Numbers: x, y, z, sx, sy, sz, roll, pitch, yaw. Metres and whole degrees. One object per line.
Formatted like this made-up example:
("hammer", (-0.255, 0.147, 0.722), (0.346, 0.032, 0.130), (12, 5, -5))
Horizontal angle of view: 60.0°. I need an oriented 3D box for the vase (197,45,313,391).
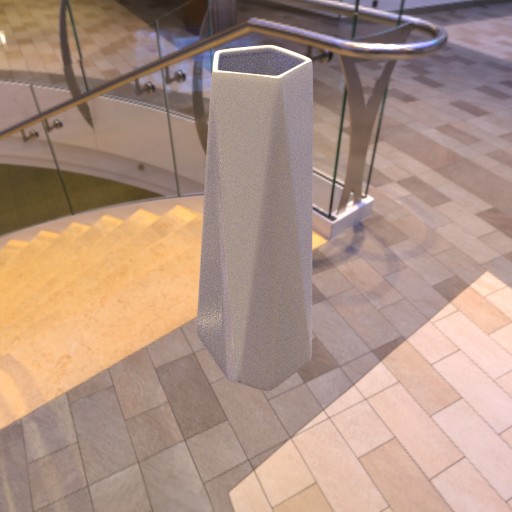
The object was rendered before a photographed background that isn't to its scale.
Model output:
("vase", (0.000, 0.000, 0.393), (0.122, 0.329, 0.116), (11, 42, 12))
